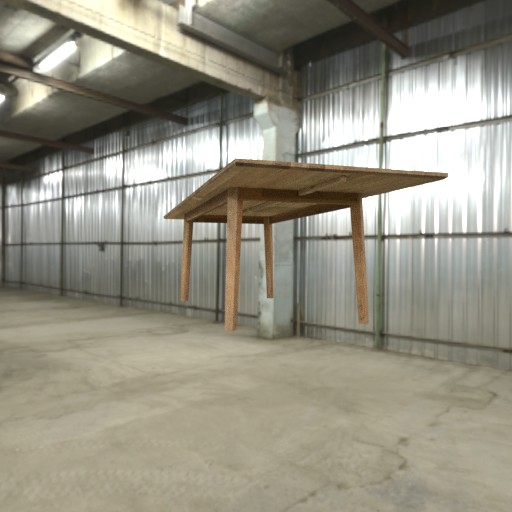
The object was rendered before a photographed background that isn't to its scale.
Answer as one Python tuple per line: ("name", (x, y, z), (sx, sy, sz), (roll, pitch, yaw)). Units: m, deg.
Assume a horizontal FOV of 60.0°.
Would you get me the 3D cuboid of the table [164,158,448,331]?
("table", (0.000, 0.000, 3.100), (1.000, 0.752, 2.603), (0, 0, -18))
